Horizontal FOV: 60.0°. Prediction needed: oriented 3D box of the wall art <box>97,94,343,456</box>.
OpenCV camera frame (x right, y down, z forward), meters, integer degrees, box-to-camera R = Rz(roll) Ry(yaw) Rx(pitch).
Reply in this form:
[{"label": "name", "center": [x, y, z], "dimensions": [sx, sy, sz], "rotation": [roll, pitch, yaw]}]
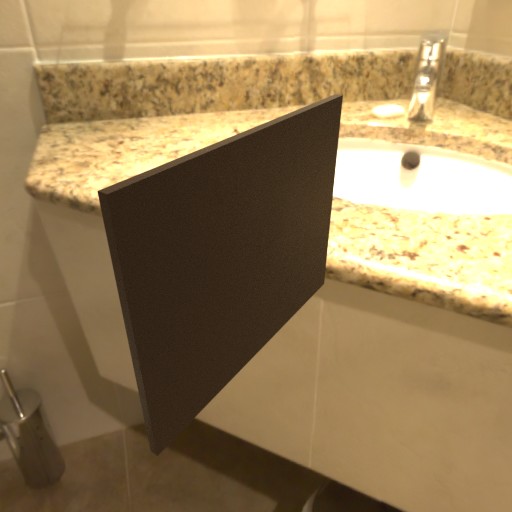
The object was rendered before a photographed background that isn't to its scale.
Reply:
[{"label": "wall art", "center": [0.000, 0.000, 1.662], "dimensions": [0.034, 0.952, 1.207], "rotation": [20, 37, 29]}]
